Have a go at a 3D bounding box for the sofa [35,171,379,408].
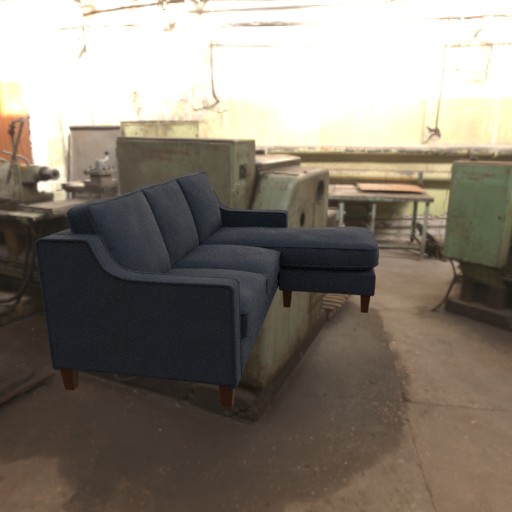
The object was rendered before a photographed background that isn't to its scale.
[{"bbox_3d":[0.000,0.000,3.264,1.858,1.066,2.317,3,15,10],"label":"sofa"}]
